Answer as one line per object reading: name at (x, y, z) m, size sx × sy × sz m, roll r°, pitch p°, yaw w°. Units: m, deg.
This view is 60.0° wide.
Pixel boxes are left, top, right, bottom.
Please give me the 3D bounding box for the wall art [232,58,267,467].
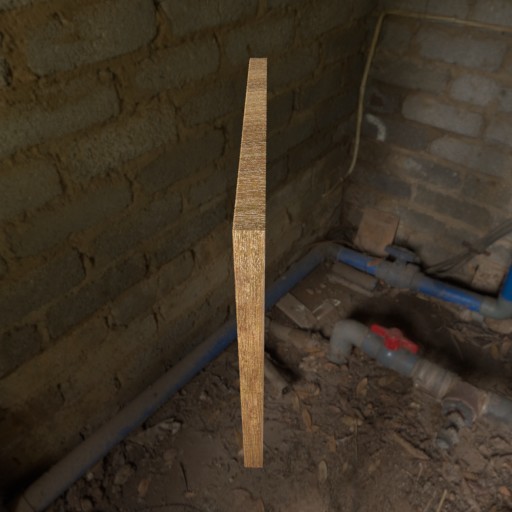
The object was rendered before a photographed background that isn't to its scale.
wall art at (0.000, 0.000, 0.925) m, size 0.042 × 0.608 × 0.611 m, roll 1°, pitch 41°, yaw 1°
